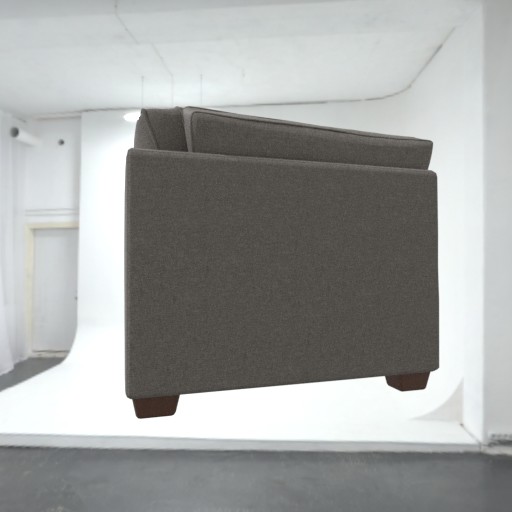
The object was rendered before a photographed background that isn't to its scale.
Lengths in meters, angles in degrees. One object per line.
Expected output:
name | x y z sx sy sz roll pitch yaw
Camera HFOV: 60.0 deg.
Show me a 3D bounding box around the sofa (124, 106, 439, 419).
sofa | 0.000 0.000 1.845 1.050 0.951 1.042 0 -1 -17
